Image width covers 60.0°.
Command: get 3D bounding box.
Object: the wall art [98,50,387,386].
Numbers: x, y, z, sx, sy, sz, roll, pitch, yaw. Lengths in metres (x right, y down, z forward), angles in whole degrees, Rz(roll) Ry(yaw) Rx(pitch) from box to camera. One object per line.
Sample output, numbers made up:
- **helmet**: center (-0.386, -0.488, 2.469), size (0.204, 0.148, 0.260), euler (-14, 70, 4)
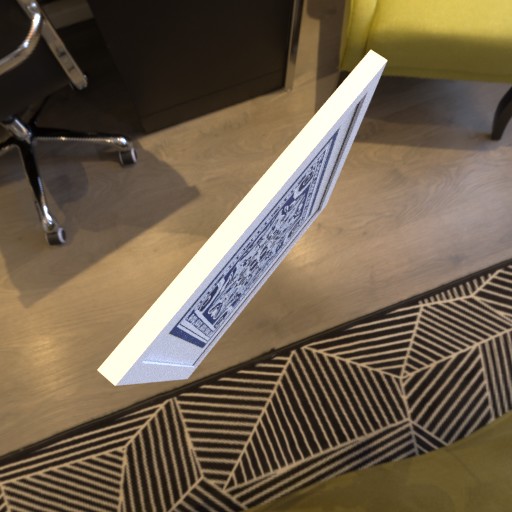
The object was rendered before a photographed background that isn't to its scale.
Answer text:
- **wall art**: center (0.000, 0.000, 0.839), size (0.028, 0.559, 0.559), euler (37, 78, 9)
